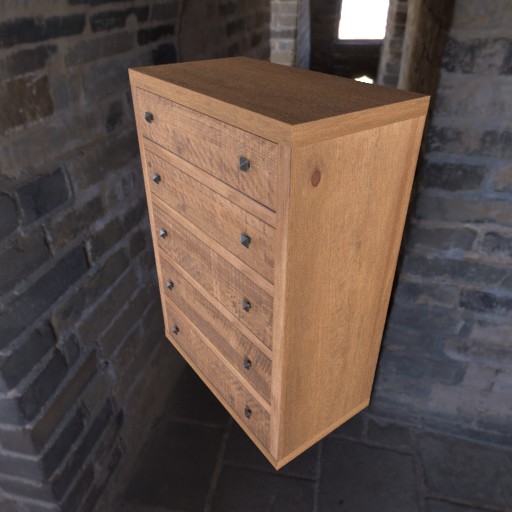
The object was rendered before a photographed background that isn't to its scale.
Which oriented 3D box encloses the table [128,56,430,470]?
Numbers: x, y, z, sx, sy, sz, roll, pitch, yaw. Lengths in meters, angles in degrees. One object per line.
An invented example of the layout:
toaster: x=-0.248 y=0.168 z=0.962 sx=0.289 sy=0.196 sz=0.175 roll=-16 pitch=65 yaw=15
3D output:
table: x=0.000 y=0.000 z=1.731 sx=0.524 sy=1.294 sz=0.901 roll=-21 pitch=38 yaw=-30
